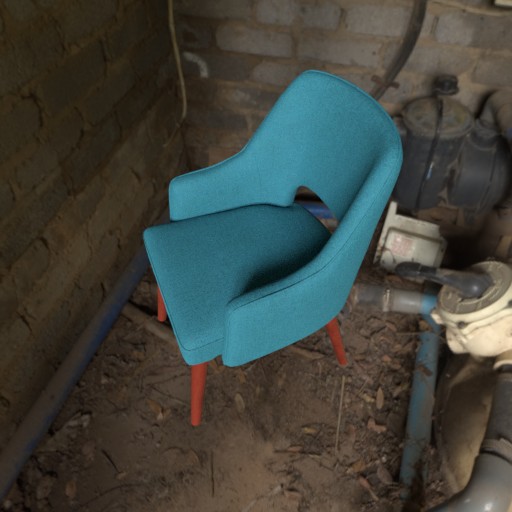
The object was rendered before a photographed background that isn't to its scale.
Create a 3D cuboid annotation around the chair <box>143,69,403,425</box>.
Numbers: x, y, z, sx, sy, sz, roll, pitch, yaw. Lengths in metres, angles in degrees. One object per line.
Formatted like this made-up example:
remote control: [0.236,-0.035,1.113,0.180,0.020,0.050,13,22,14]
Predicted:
chair: [0.000,0.000,1.264,0.605,0.849,0.548,-17,49,-15]
